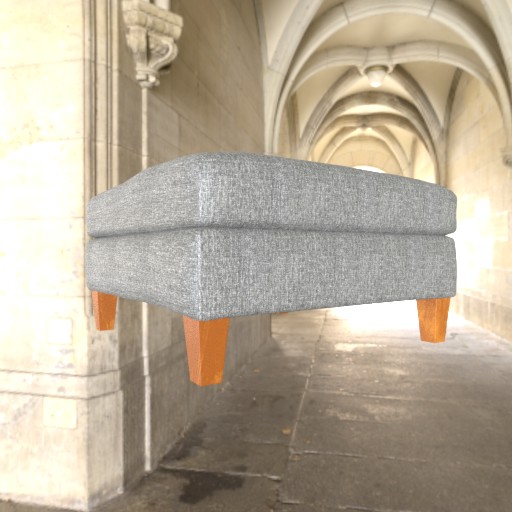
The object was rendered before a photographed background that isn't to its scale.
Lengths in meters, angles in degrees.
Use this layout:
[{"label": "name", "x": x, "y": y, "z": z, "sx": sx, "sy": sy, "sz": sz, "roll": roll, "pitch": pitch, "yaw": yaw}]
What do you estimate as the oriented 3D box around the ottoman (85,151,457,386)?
[{"label": "ottoman", "x": 0.000, "y": 0.000, "z": 1.354, "sx": 0.838, "sy": 0.481, "sz": 0.838, "roll": 0, "pitch": 0, "yaw": -34}]
